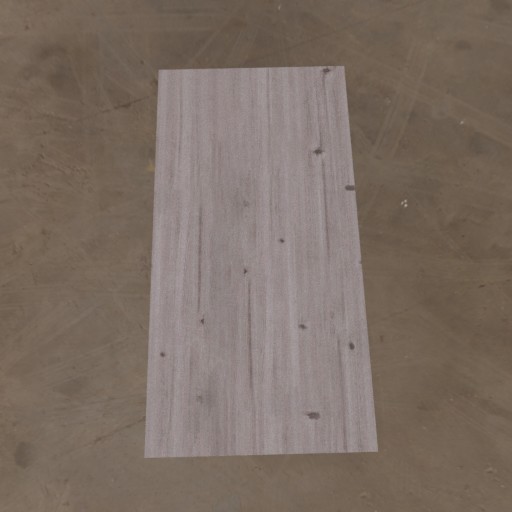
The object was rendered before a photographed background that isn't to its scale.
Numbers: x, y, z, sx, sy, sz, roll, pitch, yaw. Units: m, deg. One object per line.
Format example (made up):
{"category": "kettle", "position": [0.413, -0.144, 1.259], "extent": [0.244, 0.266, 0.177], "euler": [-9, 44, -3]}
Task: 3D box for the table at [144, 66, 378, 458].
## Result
{"category": "table", "position": [0.000, 0.000, 1.717], "extent": [0.700, 0.450, 1.350], "euler": [-1, 75, 0]}
